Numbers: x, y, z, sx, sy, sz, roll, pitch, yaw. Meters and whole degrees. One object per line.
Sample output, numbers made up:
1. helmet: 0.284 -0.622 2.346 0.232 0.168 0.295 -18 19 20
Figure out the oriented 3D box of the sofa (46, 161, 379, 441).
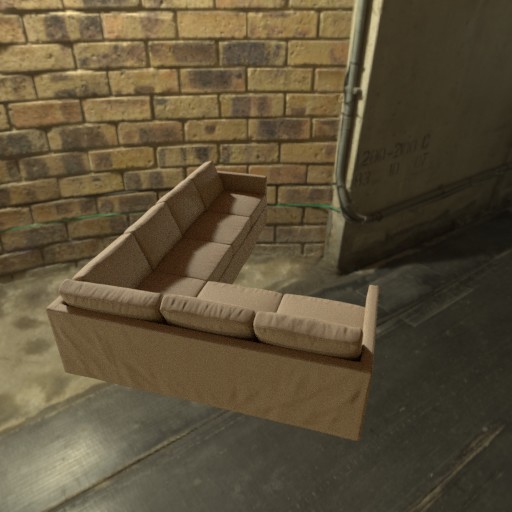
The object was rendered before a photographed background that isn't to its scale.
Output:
1. sofa: 0.000 0.000 4.479 2.432 0.871 3.182 8 32 13
